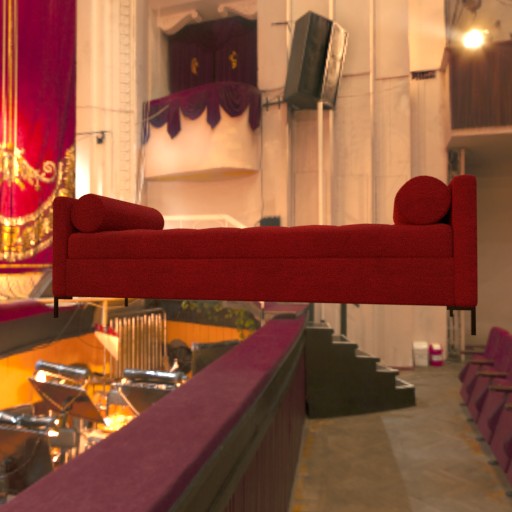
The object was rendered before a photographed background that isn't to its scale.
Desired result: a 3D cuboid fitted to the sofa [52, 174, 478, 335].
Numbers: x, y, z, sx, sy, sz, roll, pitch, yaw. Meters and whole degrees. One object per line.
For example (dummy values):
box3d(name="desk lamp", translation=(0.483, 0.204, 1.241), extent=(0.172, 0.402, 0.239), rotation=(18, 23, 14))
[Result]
box3d(name="sofa", translation=(0.000, 0.000, 2.307), extent=(1.981, 0.635, 0.686), rotation=(0, -1, 17))
